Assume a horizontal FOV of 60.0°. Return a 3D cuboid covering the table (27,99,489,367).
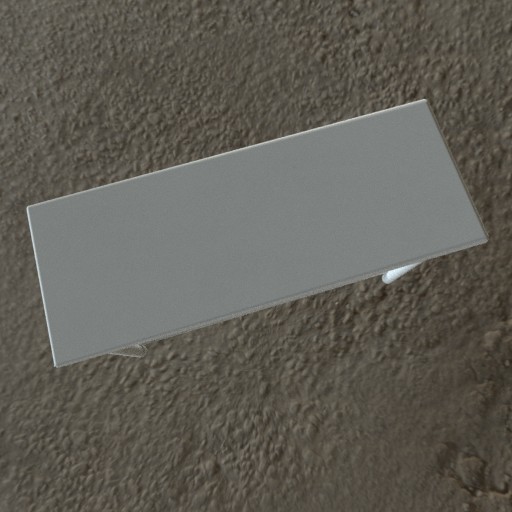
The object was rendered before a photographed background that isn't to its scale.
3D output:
[{"bbox_3d":[0.000,0.000,1.557,1.184,0.740,0.459,-16,76,-4],"label":"table"}]
